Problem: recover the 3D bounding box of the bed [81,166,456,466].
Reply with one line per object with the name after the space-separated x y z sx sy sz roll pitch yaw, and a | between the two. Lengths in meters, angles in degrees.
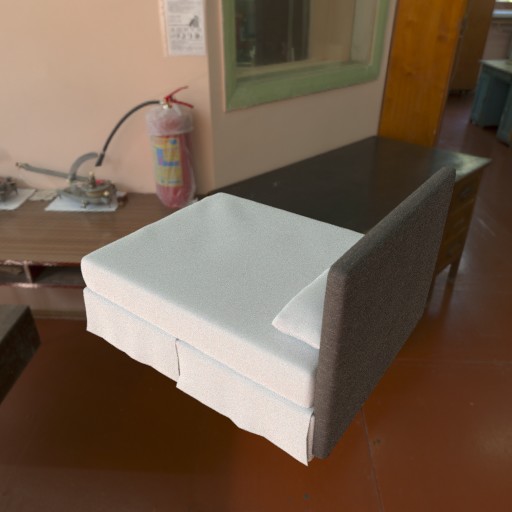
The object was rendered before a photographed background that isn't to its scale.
0.000 0.000 3.248 2.142 1.330 1.723 21 36 31 | bed
